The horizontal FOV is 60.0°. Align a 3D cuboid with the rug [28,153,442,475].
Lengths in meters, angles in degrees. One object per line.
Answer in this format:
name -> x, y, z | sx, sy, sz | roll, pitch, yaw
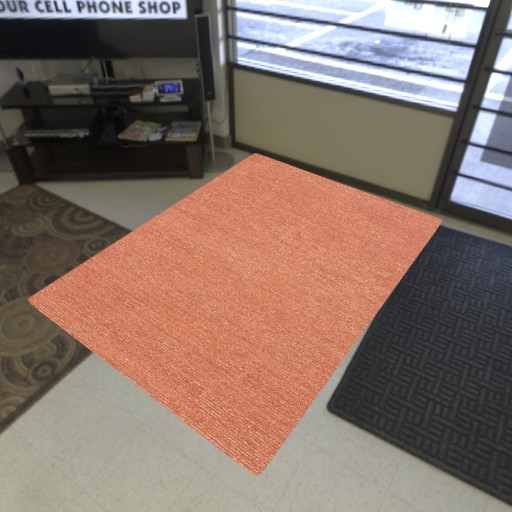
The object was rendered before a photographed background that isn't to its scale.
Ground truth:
rug -> 0.000, 0.000, 2.724 | 1.594, 0.009, 2.112 | 26, 47, 27
